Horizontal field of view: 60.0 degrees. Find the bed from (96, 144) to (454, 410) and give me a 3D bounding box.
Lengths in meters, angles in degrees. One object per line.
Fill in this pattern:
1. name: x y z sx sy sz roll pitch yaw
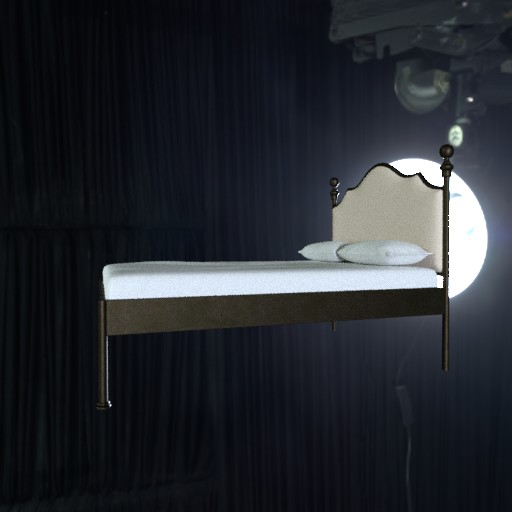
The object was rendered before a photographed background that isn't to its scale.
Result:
1. bed: 0.000 0.000 3.192 2.170 1.462 1.533 0 1 -19
